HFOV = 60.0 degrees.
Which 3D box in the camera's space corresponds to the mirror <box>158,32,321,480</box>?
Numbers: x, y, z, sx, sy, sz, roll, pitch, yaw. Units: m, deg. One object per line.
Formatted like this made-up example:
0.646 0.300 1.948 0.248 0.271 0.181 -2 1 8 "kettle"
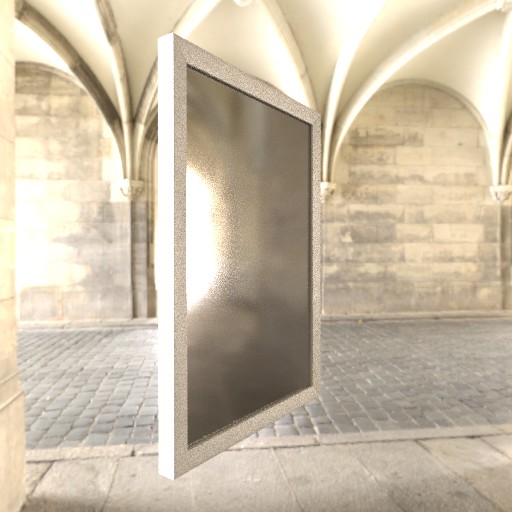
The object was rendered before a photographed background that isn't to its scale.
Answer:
0.000 0.000 0.921 0.040 0.710 0.507 0 1 35 "mirror"
